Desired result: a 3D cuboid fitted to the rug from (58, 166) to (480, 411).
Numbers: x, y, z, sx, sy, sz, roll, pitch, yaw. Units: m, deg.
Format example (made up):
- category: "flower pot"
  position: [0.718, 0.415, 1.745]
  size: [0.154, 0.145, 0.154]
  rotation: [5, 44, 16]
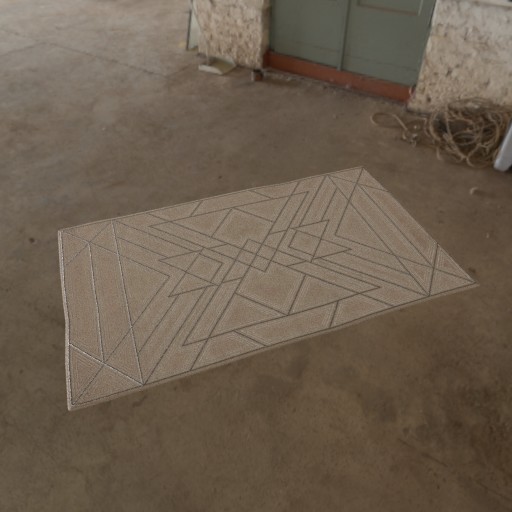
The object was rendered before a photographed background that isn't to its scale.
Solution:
- category: "rug"
  position: [0.000, 0.000, 1.040]
  size: [0.869, 0.008, 0.511]
  rotation: [-14, 46, -14]
